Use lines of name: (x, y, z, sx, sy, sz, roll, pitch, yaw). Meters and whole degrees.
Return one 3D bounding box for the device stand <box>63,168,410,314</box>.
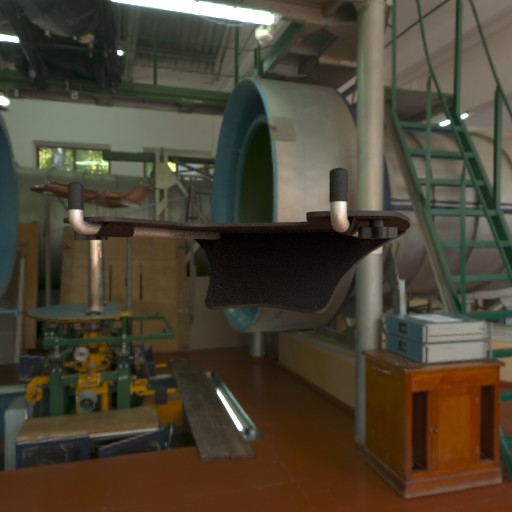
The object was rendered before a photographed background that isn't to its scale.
device stand: (0.000, 0.000, 0.348, 0.230, 0.092, 0.230, 0, 1, 18)
